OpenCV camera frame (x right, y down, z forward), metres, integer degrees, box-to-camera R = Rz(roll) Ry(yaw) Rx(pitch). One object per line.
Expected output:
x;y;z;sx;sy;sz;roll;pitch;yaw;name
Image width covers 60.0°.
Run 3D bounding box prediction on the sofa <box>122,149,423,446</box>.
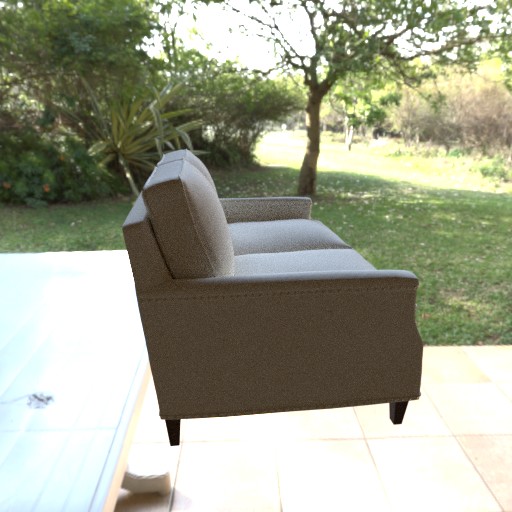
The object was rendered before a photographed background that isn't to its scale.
0.000;0.000;2.266;1.084;1.003;1.597;-2;18;-8;sofa
